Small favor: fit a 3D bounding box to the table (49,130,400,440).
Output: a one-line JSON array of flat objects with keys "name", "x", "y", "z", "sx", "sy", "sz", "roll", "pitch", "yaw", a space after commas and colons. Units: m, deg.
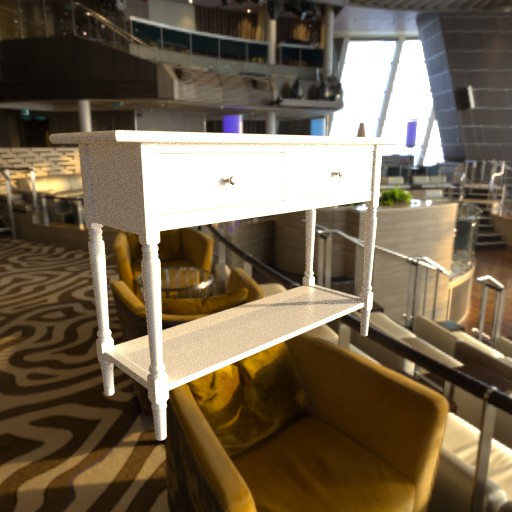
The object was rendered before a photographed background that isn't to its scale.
[{"name": "table", "x": 0.000, "y": 0.000, "z": 1.564, "sx": 1.191, "sy": 0.814, "sz": 0.386, "roll": -13, "pitch": 19, "yaw": -42}]
